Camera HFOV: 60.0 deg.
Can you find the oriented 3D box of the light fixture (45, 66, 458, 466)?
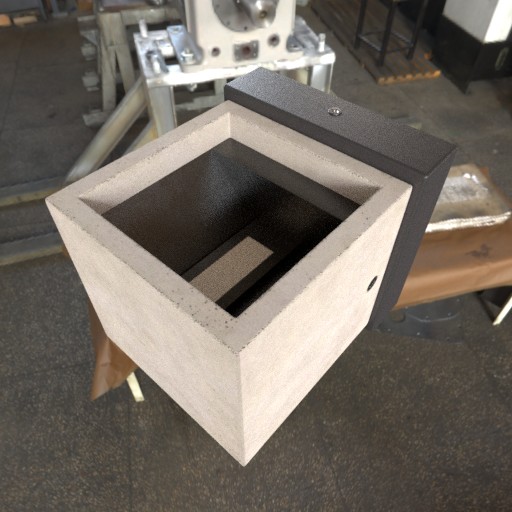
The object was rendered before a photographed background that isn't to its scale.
[{"bbox_3d":[0.000,0.000,0.236,0.121,0.121,0.143,33,56,27],"label":"light fixture"}]
